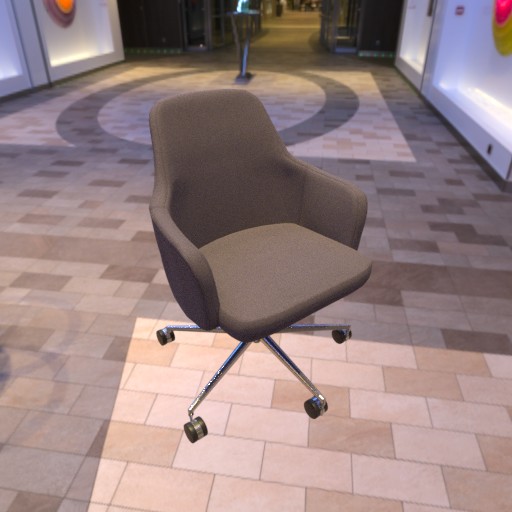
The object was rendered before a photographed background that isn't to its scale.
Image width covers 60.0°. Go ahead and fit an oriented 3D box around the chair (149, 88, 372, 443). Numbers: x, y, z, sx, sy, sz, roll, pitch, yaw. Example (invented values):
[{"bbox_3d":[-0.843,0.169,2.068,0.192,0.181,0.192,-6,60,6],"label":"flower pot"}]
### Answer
[{"bbox_3d":[0.000,0.000,1.261,0.655,0.820,0.600,-21,37,-32],"label":"chair"}]
